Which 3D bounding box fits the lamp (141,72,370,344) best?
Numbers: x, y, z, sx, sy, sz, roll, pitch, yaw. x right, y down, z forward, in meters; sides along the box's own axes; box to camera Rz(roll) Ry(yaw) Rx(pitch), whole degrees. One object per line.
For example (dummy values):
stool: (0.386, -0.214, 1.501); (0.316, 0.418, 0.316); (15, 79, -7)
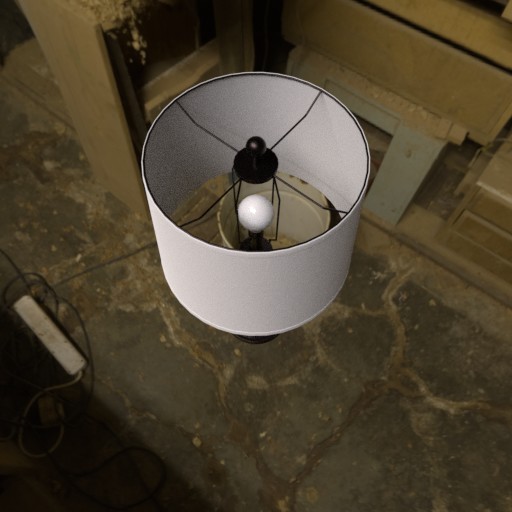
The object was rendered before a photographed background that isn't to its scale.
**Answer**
lamp: (0.000, 0.000, 0.946); (0.383, 0.726, 0.383); (0, 63, 0)
